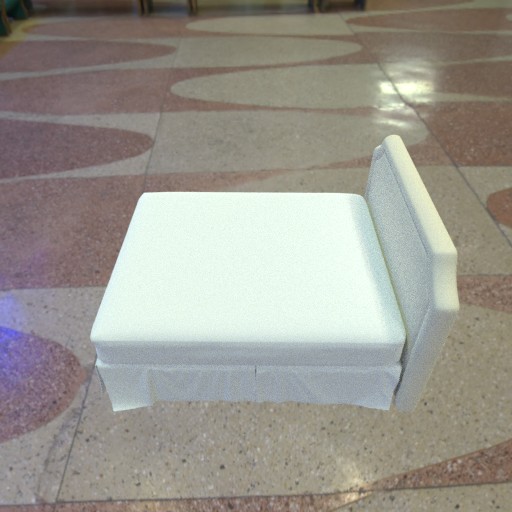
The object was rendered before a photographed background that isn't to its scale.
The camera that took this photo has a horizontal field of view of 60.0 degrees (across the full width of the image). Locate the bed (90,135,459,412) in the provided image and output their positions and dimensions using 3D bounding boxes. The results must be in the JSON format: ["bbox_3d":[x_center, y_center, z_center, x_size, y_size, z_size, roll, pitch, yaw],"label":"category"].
[{"bbox_3d":[0.000,0.000,3.307,2.209,1.296,1.827,0,42,0],"label":"bed"}]
